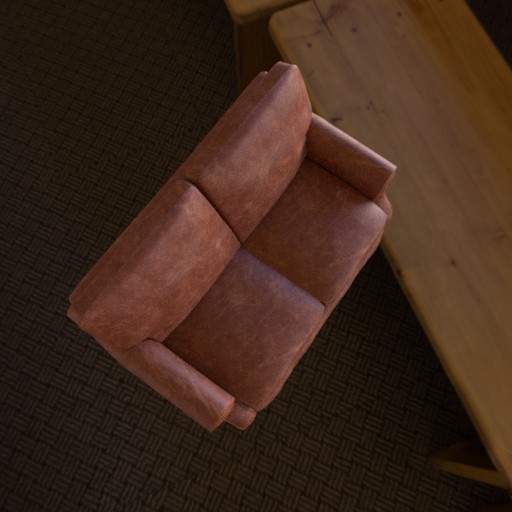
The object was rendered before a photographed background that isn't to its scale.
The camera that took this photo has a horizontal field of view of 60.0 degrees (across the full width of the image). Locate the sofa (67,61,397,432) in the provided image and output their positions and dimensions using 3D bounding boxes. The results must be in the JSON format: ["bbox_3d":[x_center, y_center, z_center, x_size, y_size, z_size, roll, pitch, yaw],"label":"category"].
[{"bbox_3d":[0.000,0.000,2.283,0.990,0.967,1.616,35,77,9],"label":"sofa"}]
